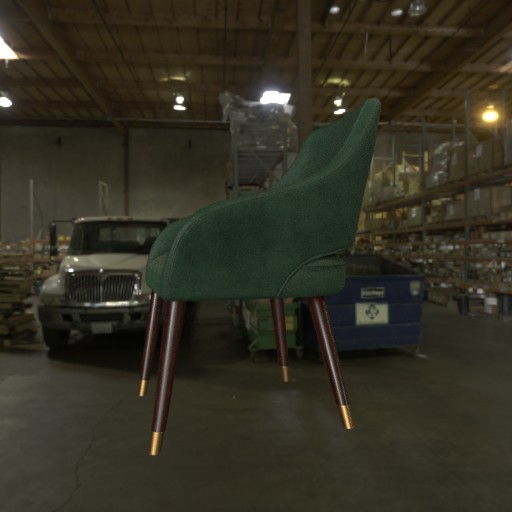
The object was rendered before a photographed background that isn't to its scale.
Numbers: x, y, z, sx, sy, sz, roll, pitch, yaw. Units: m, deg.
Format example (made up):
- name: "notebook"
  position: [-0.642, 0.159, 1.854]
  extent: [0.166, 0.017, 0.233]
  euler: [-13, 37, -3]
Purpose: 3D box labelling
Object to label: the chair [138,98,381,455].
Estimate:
- name: "chair"
  position: [0.000, 0.000, 1.588]
  extent: [0.794, 1.081, 0.683]
  euler: [0, 1, -18]
